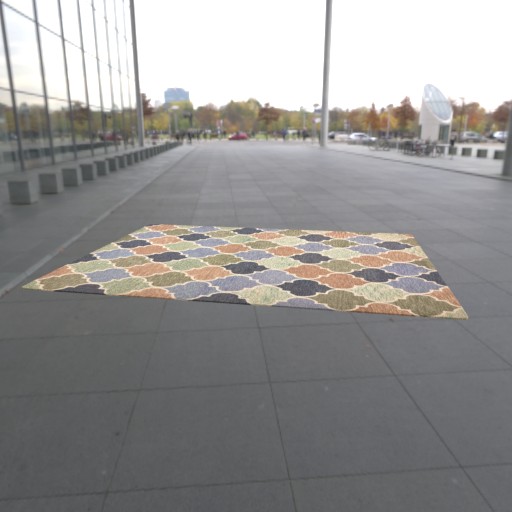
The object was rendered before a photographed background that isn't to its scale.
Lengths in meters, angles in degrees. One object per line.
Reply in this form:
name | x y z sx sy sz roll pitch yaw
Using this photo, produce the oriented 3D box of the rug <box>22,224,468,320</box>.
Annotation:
rug | 0.000 0.000 4.237 3.200 0.013 2.439 3 16 10
